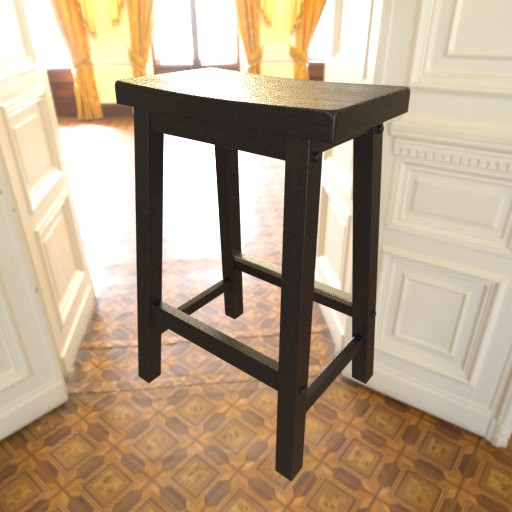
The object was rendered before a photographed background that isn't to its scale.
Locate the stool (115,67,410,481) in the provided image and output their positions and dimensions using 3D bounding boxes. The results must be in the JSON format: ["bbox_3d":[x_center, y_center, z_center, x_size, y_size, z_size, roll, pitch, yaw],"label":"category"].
[{"bbox_3d":[0.000,0.000,0.831,0.406,0.610,0.322,21,35,33],"label":"stool"}]
